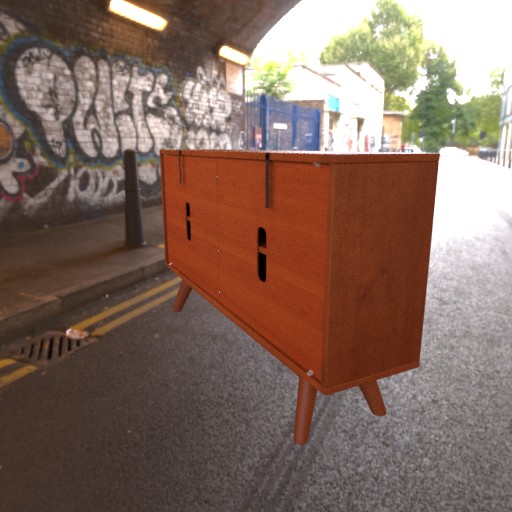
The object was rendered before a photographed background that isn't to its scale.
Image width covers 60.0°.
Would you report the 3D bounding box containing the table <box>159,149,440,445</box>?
[{"bbox_3d":[0.000,0.000,1.508,0.308,0.698,1.220,-7,16,-26],"label":"table"}]
